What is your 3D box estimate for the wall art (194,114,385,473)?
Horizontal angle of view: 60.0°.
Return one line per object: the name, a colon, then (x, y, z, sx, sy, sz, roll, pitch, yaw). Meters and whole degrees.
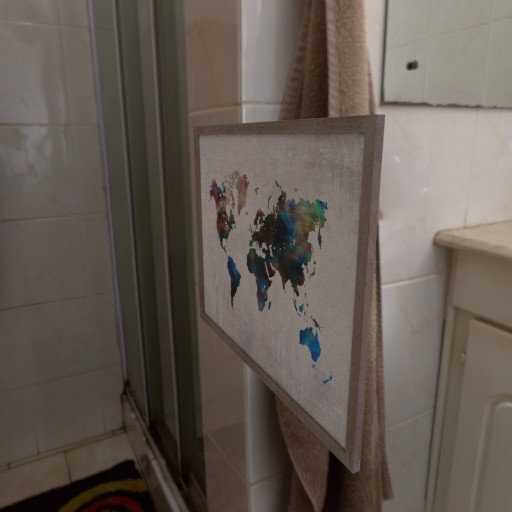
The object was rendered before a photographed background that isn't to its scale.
wall art: (0.000, 0.000, 1.342, 0.019, 0.774, 1.012, -7, 17, -26)
